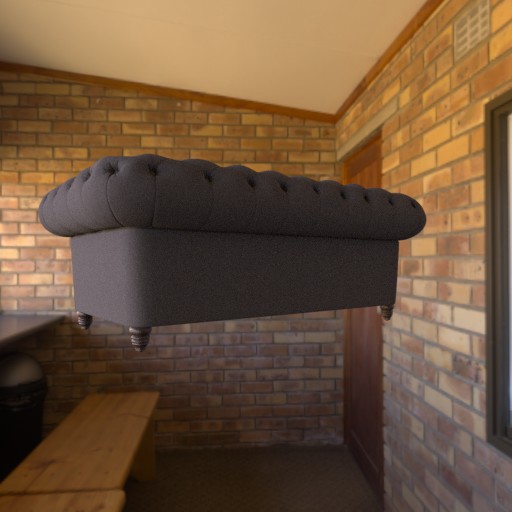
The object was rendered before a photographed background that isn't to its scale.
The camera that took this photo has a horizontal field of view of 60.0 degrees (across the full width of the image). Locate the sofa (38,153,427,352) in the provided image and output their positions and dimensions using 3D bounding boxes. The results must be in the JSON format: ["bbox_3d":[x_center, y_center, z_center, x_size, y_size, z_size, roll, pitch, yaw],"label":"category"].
[{"bbox_3d":[0.000,0.000,2.413,1.998,0.764,0.986,1,-1,-37],"label":"sofa"}]
